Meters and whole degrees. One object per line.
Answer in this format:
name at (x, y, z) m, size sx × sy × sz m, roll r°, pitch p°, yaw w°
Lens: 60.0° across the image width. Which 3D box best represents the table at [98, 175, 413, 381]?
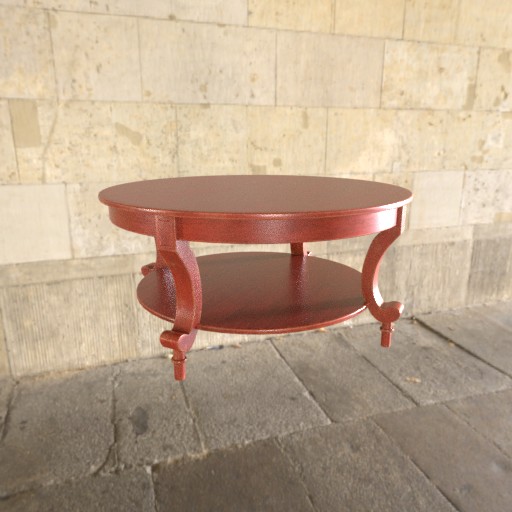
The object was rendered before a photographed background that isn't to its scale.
table at (0.000, 0.000, 1.585) m, size 1.029 × 0.486 × 1.029 m, roll 0°, pitch 15°, yaw 0°
